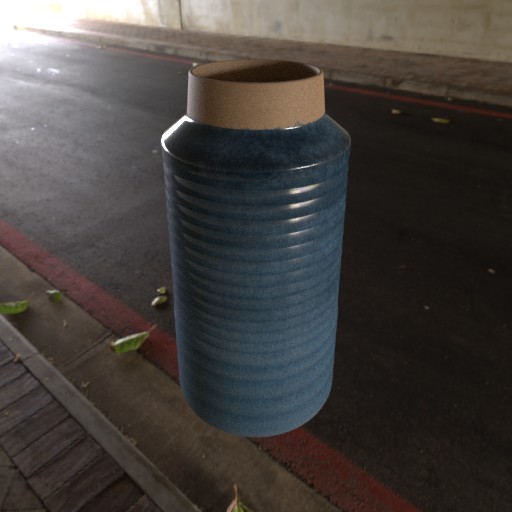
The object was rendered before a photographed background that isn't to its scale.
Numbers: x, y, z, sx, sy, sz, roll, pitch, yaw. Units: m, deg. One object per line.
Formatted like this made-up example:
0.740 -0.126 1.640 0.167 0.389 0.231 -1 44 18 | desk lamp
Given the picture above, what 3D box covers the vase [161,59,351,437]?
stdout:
0.000 0.000 0.402 0.163 0.316 0.163 0 32 0 | vase
